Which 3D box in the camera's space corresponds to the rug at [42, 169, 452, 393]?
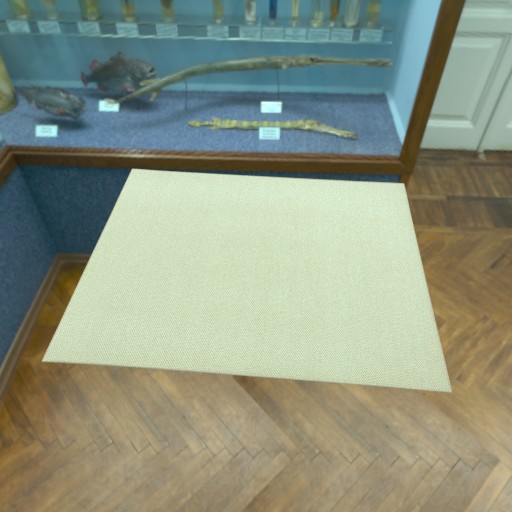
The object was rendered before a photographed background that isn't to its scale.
[{"bbox_3d":[0.000,0.000,4.097,3.039,0.018,2.462,4,47,3],"label":"rug"}]
